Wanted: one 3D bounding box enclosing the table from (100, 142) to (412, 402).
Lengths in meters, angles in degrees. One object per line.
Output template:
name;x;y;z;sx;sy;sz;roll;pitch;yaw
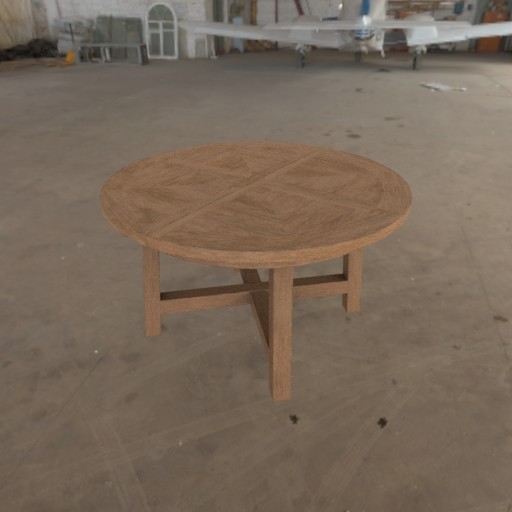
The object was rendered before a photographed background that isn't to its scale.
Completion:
table;0.000;0.000;2.144;1.319;0.762;1.319;0;29;0
